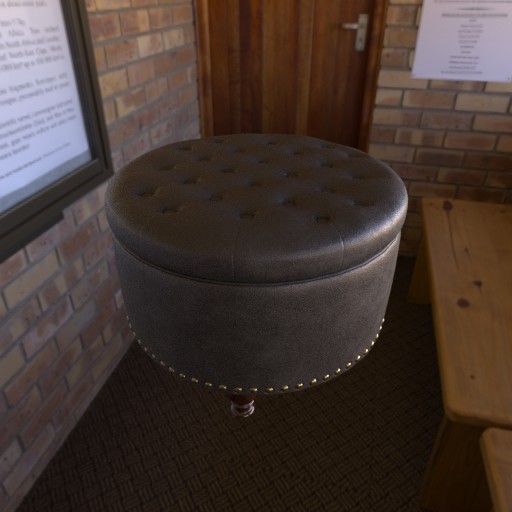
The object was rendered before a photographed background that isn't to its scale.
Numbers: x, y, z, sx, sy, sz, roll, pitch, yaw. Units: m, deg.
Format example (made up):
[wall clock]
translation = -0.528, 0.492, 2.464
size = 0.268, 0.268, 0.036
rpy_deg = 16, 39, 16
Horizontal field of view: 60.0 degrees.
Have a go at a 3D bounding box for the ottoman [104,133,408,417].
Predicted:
[ottoman]
translation = 0.000, 0.000, 1.061
size = 0.637, 0.442, 0.637
rpy_deg = 0, 31, 0
